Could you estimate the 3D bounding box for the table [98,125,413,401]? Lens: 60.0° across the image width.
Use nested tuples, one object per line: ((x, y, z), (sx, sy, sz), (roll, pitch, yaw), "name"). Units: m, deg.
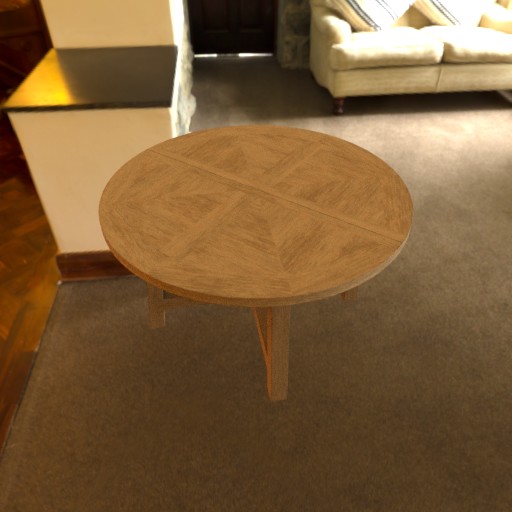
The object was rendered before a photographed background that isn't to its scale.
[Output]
((0.000, 0.000, 2.169), (1.319, 0.762, 1.319), (0, 40, 0), "table")
